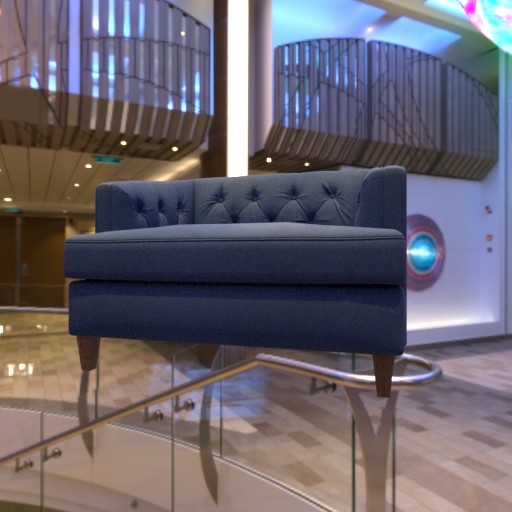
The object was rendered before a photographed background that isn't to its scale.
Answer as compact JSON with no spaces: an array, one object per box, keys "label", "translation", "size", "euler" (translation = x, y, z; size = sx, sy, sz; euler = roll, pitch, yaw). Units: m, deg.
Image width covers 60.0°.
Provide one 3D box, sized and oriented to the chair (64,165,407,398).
[{"label":"chair","translation":[0.000,0.000,1.755],"size":[1.118,0.787,0.914],"euler":[0,0,17]}]
